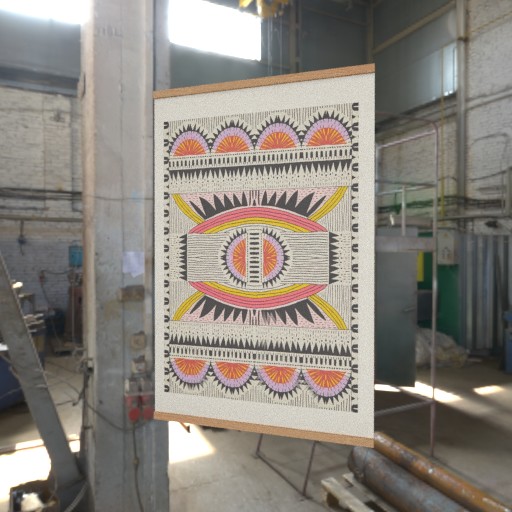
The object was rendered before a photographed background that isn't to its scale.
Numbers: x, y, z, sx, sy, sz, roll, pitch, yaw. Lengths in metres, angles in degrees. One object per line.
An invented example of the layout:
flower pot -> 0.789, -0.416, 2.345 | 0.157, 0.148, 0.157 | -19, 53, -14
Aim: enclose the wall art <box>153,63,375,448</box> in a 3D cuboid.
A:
wall art -> 0.000, 0.000, 1.934 | 0.999, 1.533, 0.028 | 0, 1, 18
